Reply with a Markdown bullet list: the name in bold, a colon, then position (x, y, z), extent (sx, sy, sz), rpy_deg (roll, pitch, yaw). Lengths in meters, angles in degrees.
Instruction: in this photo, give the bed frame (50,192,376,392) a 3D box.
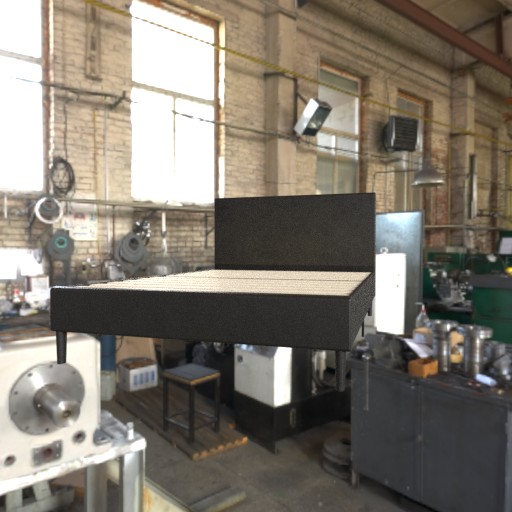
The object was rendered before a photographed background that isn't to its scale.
- **bed frame**: position (0.000, 0.000, 2.996), extent (1.469, 1.046, 2.152), rpy_deg (0, 1, 18)
